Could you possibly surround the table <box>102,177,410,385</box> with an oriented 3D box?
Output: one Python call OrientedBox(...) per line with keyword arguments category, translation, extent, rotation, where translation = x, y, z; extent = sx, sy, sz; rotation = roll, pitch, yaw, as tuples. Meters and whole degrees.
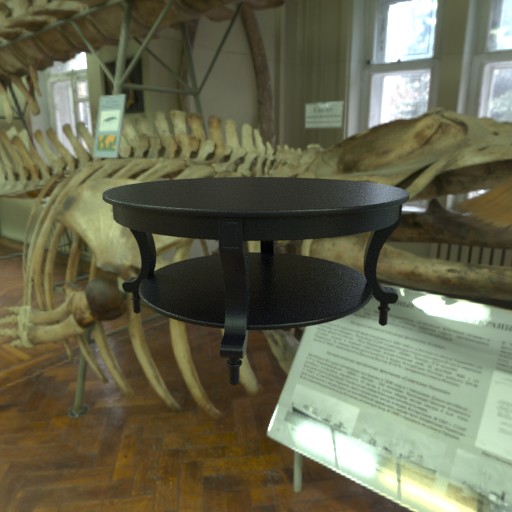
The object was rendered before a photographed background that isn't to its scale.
OrientedBox(category="table", translation=(0.000, 0.000, 1.619), extent=(1.029, 0.491, 1.029), rotation=(0, 15, 0))
